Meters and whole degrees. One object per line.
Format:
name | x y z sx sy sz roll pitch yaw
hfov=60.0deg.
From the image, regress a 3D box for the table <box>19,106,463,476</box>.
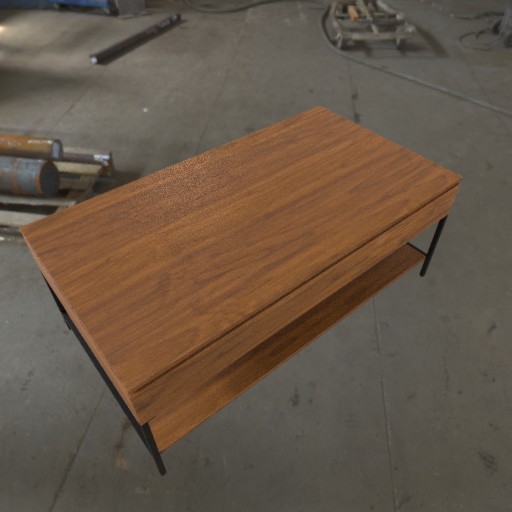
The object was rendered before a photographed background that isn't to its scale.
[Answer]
table | 0.000 0.000 1.328 1.057 0.414 0.574 -30 52 -27
